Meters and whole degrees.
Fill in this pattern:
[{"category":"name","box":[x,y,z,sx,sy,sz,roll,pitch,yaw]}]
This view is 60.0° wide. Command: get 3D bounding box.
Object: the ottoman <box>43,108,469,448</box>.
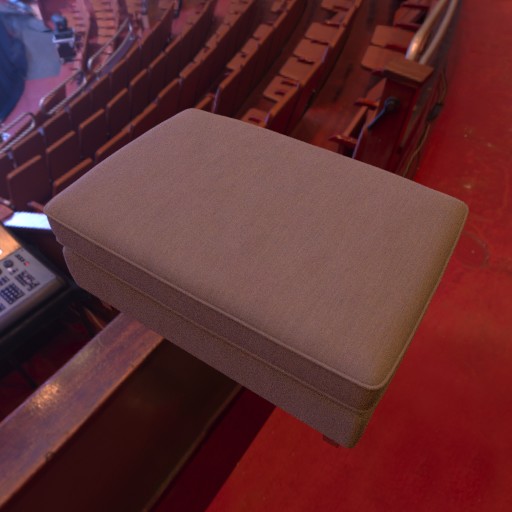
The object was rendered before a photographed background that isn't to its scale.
[{"category":"ottoman","box":[0.000,0.000,1.264,0.941,0.480,0.636,25,52,22]}]
